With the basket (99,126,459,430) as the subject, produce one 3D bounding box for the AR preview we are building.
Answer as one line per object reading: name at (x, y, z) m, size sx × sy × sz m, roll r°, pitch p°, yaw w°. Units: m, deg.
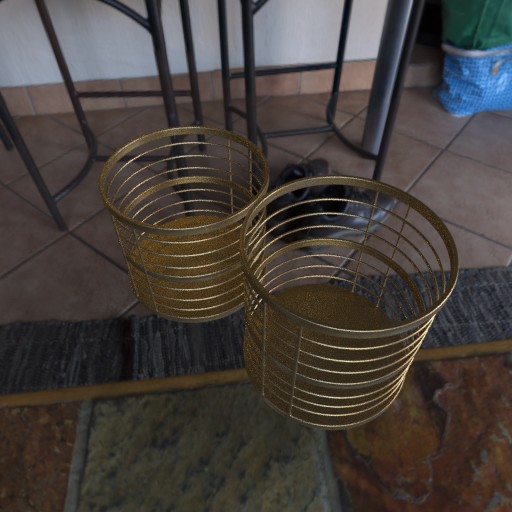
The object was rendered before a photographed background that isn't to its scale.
basket at (0.000, 0.000, 0.945) m, size 0.746 × 0.351 × 0.356 m, roll 32°, pitch 55°, yaw 26°
